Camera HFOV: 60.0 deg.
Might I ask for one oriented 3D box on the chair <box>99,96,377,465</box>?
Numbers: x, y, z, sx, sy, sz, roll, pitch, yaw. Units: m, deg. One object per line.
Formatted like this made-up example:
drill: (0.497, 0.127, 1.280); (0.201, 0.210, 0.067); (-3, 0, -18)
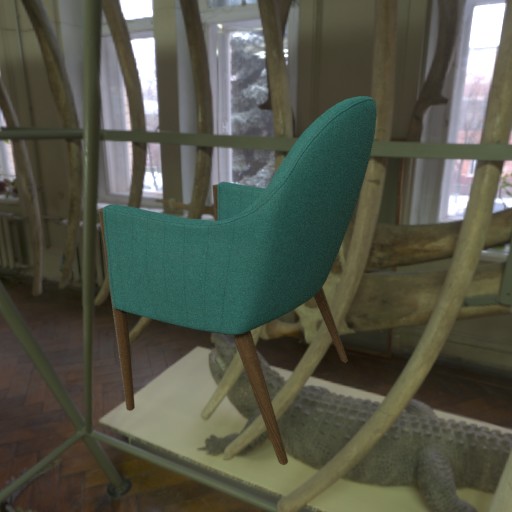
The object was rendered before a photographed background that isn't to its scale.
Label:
chair: (0.000, 0.000, 1.364); (0.652, 0.907, 0.656); (8, 18, 25)
